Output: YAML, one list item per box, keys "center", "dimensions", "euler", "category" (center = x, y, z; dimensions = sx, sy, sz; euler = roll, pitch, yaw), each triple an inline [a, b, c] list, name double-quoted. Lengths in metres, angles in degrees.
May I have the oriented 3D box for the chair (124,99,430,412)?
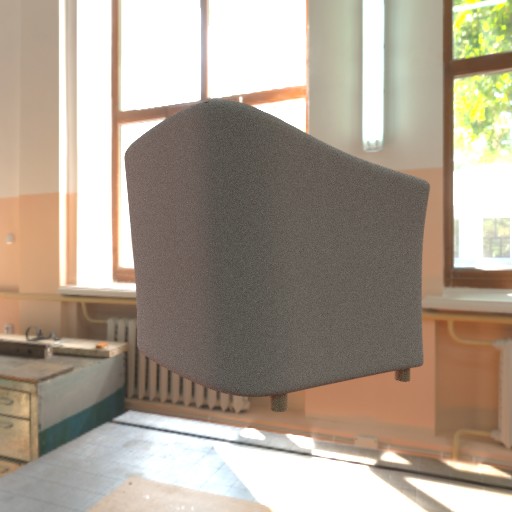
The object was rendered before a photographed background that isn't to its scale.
- center: [0.000, 0.000, 1.407]
  dimensions: [0.700, 0.720, 0.790]
  euler: [0, 0, -33]
  category: "chair"
